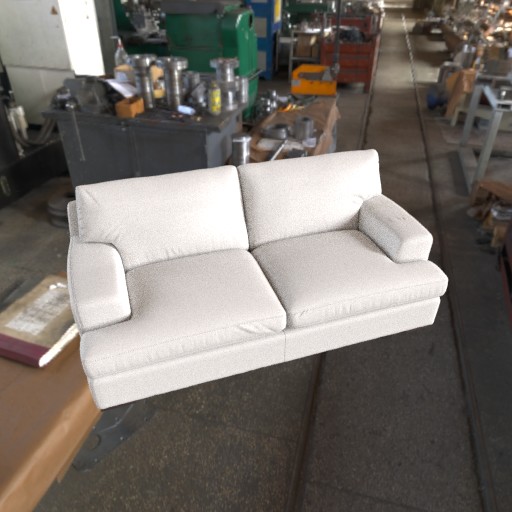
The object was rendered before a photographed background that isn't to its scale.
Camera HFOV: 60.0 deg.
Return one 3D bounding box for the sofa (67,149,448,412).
[{"bbox_3d":[0.000,0.000,2.856,2.261,0.940,1.143,-11,35,-16],"label":"sofa"}]
